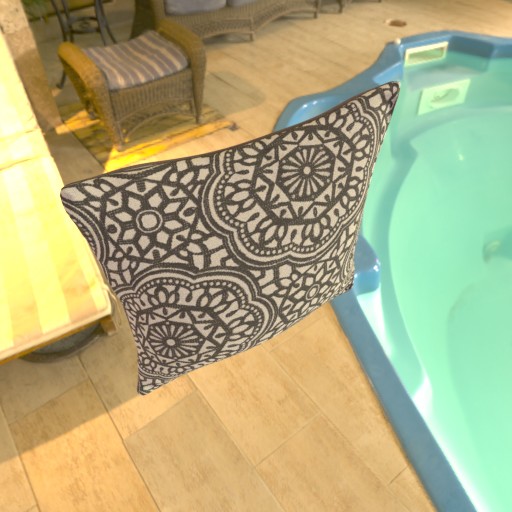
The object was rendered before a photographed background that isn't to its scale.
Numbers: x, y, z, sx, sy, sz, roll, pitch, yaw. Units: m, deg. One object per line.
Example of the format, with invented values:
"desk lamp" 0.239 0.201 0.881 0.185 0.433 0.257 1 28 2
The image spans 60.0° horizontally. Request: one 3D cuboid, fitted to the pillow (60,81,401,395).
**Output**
"pillow" 0.000 0.000 0.636 0.436 0.417 0.148 -24 51 -21
